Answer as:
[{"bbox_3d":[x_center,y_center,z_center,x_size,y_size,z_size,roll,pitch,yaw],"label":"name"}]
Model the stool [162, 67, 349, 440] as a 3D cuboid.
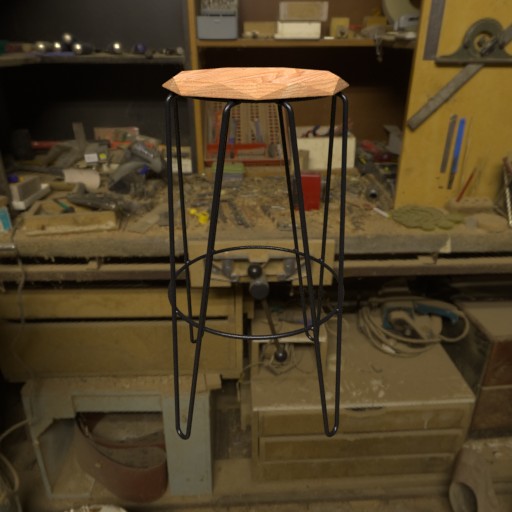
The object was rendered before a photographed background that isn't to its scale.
[{"bbox_3d":[0.000,0.000,0.801,0.326,0.610,0.326,0,27,-1],"label":"stool"}]
